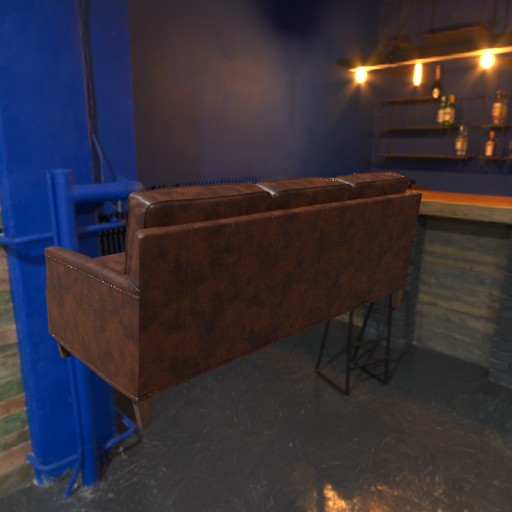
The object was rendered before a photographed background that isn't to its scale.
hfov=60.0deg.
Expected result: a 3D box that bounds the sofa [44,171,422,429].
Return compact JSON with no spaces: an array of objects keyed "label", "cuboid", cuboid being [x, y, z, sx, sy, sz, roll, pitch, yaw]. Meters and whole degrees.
[{"label":"sofa","cuboid":[0.000,0.000,2.781,2.240,1.003,1.084,-13,19,-42]}]
